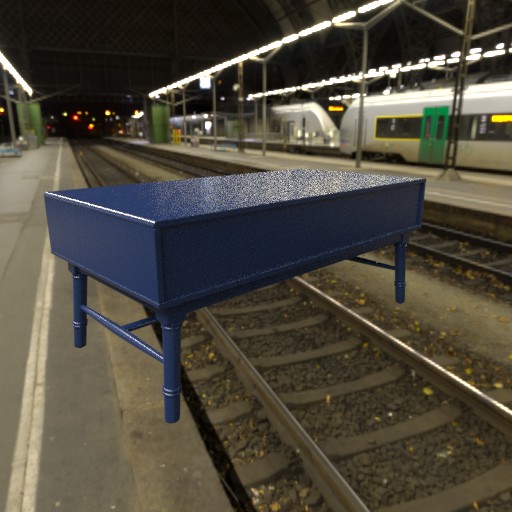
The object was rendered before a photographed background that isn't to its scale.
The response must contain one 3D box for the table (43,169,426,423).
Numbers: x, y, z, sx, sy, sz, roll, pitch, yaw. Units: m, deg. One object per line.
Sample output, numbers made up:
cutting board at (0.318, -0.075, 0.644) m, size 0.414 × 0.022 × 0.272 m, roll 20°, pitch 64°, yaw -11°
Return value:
table at (0.000, 0.000, 1.417) m, size 1.067 × 0.457 × 0.572 m, roll -15°, pitch 22°, yaw -42°
